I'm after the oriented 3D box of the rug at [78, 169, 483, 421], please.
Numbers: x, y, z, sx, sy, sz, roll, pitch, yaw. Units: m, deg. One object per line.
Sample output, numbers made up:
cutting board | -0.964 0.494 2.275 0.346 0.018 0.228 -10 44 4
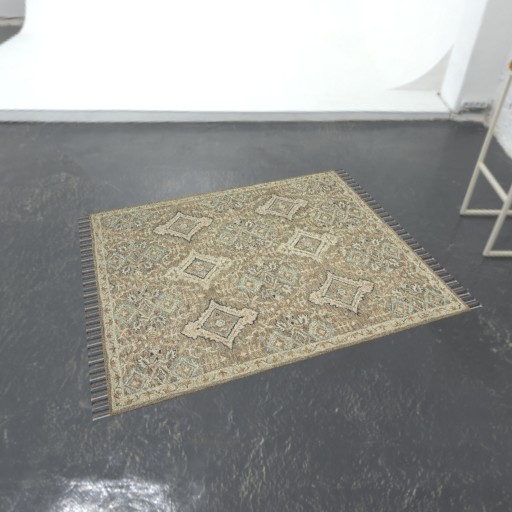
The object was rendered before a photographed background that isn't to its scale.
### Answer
rug | 0.000 0.000 4.099 3.056 0.010 2.437 -13 41 -15
